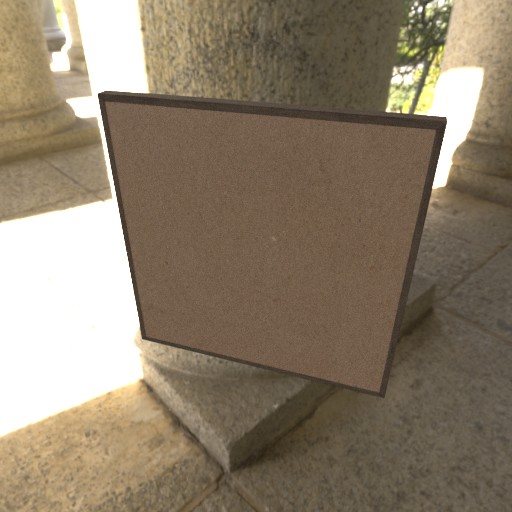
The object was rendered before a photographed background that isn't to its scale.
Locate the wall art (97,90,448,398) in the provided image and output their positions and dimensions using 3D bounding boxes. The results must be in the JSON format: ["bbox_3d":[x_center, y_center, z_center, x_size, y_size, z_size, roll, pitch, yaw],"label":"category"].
[{"bbox_3d":[0.000,0.000,1.142,0.762,0.762,0.038,10,34,15],"label":"wall art"}]
